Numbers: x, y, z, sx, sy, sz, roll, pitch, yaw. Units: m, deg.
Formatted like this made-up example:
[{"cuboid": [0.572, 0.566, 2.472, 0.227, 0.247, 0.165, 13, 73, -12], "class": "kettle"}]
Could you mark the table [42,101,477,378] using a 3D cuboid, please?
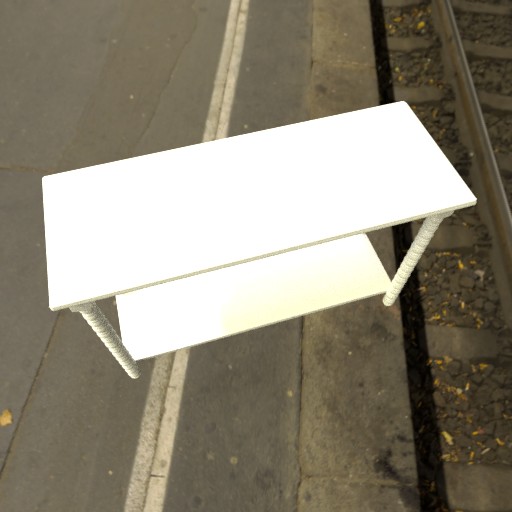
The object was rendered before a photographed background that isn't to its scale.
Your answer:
[{"cuboid": [0.000, 0.000, 1.592, 1.184, 0.740, 0.459, -14, 59, -9], "class": "table"}]
